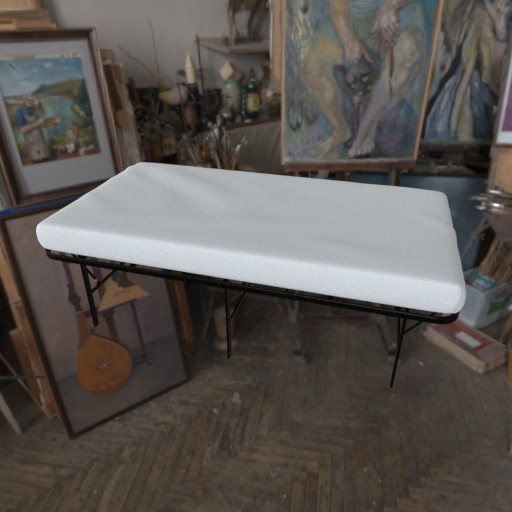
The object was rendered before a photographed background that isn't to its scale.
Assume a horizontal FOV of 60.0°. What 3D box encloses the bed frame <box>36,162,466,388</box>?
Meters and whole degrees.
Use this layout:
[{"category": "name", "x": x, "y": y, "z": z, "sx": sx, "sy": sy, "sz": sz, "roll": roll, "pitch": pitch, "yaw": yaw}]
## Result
[{"category": "bed frame", "x": 0.000, "y": 0.000, "z": 2.366, "sx": 1.903, "sy": 0.619, "sz": 0.989, "roll": 8, "pitch": 31, "yaw": 14}]
